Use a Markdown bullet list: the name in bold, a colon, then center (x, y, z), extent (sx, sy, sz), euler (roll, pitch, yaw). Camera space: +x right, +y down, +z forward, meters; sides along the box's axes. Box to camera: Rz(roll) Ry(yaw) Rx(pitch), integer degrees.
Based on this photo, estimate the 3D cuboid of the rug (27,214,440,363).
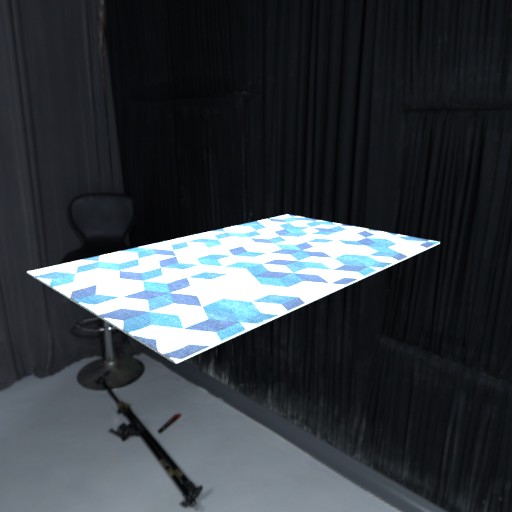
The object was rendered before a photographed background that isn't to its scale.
- **rug**: center (0.000, 0.000, 3.024), extent (1.518, 0.015, 2.438), euler (16, 23, 42)
